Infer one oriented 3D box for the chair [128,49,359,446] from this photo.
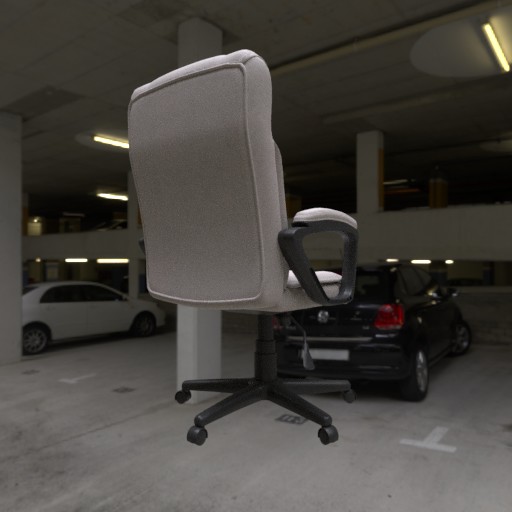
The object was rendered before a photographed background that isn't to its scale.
[{"bbox_3d":[0.000,0.000,1.531,0.667,1.105,0.724,0,0,37],"label":"chair"}]
